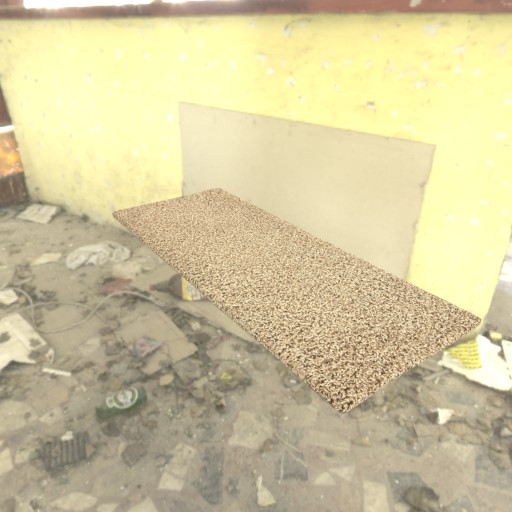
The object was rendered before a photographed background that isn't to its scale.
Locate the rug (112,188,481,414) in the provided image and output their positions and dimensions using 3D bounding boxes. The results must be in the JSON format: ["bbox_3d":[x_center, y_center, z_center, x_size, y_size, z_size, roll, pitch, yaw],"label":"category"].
[{"bbox_3d":[0.000,0.000,1.744,0.609,0.030,1.524,-19,33,-32],"label":"rug"}]
